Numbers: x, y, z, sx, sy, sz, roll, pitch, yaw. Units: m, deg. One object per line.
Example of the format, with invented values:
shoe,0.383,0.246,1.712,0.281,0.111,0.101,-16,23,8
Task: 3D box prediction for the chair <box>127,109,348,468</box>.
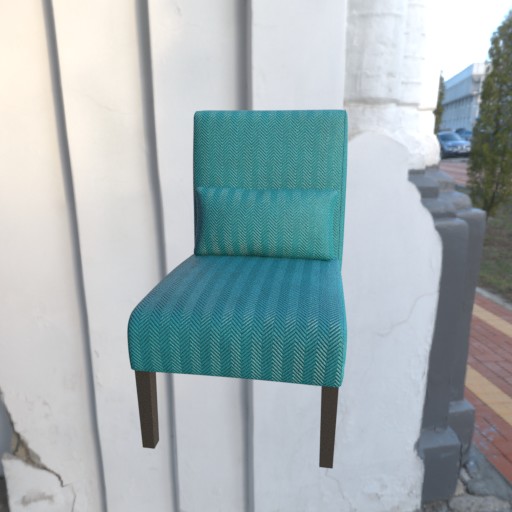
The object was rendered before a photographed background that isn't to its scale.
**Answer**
chair,0.000,0.000,1.438,0.579,0.927,0.808,2,16,8
